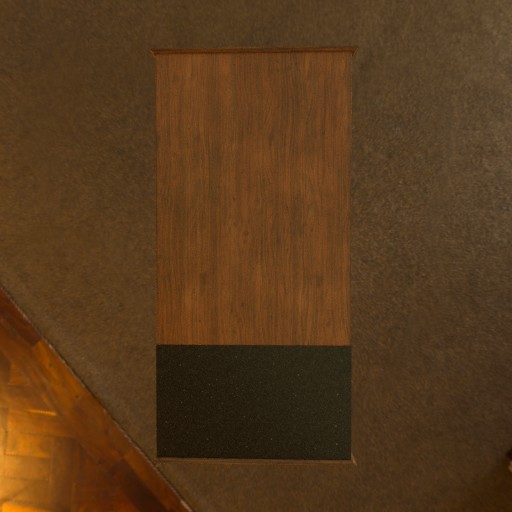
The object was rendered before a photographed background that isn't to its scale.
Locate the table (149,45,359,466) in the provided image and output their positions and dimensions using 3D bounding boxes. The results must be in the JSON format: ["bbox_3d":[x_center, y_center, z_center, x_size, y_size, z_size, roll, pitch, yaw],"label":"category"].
[{"bbox_3d":[0.000,0.000,1.548,0.610,0.508,1.221,0,91,2],"label":"table"}]
